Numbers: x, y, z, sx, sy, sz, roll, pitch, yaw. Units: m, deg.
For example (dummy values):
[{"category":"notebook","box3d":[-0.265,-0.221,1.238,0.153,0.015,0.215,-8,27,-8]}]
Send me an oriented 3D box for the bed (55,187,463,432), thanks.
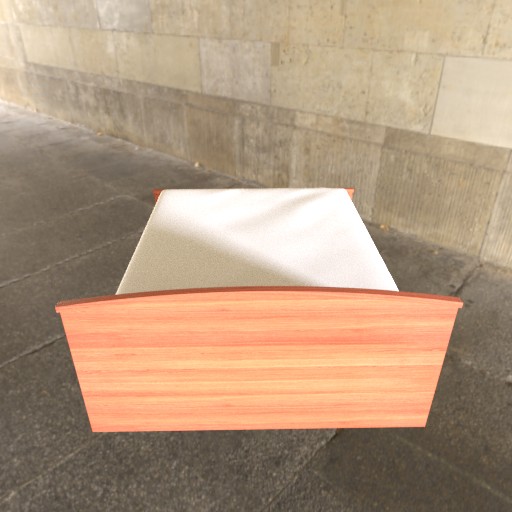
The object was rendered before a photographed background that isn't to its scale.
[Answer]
[{"category":"bed","box3d":[0.000,0.000,2.895,1.683,0.848,2.053,-1,30,-1]}]
